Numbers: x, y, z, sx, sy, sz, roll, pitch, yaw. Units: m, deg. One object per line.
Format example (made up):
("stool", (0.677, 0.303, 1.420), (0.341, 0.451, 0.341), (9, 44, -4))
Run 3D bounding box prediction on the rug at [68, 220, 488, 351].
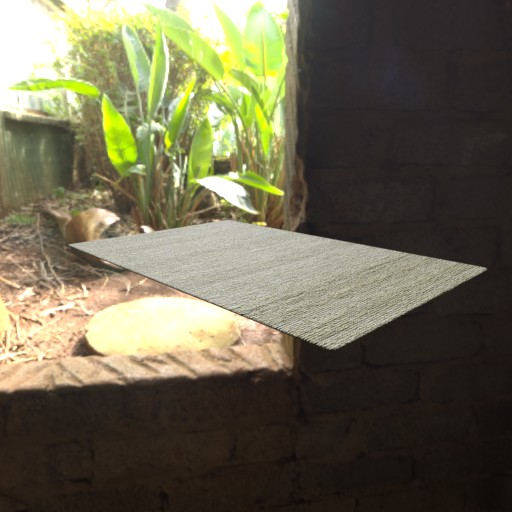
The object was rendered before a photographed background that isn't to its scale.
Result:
("rug", (0.000, 0.000, 2.164), (1.143, 0.010, 1.758), (-14, 20, -42))
